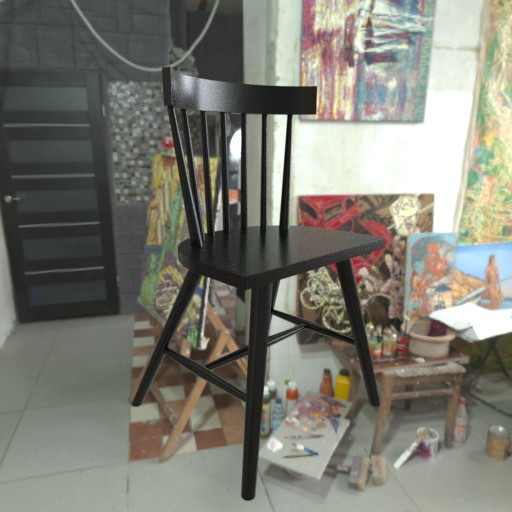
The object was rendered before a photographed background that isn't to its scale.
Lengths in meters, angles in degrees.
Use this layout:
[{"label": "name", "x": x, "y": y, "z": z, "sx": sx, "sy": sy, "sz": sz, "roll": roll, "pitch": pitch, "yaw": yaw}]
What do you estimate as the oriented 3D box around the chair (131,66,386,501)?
[{"label": "chair", "x": 0.000, "y": 0.000, "z": 1.119, "sx": 0.506, "sy": 0.844, "sz": 0.483, "roll": -13, "pitch": 20, "yaw": -42}]
